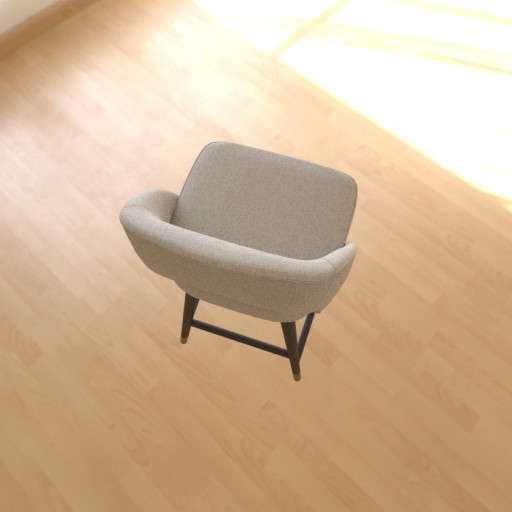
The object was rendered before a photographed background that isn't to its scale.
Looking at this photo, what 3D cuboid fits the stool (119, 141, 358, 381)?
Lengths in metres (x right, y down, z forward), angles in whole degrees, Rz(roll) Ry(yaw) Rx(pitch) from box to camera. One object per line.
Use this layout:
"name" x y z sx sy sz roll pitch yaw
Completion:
"stool" 0.000 0.000 1.234 0.494 0.940 0.509 16 65 8
